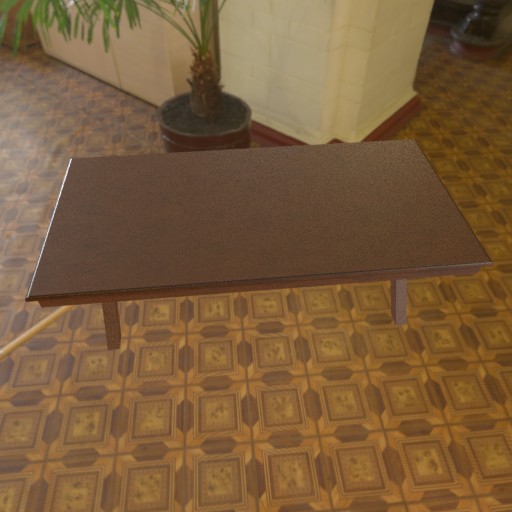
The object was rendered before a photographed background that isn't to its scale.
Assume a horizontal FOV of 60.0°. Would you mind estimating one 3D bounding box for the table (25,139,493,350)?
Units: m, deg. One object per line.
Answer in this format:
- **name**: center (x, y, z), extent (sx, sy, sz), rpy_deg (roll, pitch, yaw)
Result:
- **table**: center (0.000, 0.000, 1.490), extent (1.197, 0.459, 0.594), rpy_deg (-4, 47, -4)
